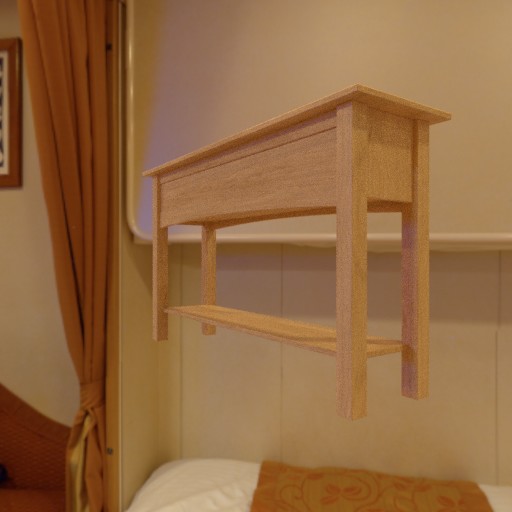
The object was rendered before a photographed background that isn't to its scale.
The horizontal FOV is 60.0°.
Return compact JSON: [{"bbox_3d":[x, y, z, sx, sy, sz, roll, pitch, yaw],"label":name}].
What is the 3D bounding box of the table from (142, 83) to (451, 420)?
[{"bbox_3d":[0.000,0.000,1.540,0.350,0.730,1.240,0,0,-35],"label":"table"}]
